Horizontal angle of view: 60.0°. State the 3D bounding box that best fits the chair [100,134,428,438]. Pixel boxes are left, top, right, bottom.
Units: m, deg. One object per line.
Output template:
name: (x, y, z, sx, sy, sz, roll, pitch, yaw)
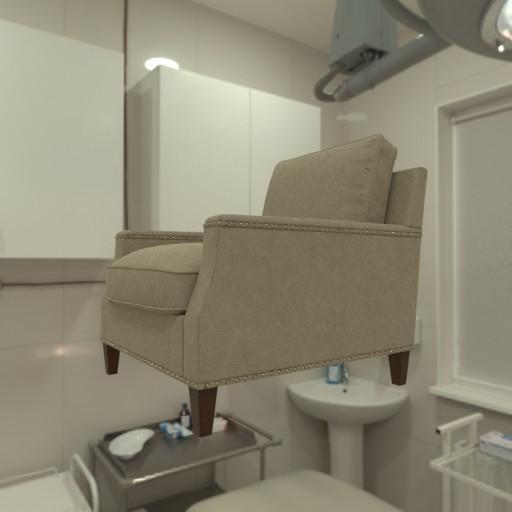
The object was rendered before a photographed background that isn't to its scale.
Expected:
chair: (0.000, 0.000, 1.728, 1.014, 0.943, 0.853, 0, -1, -35)
